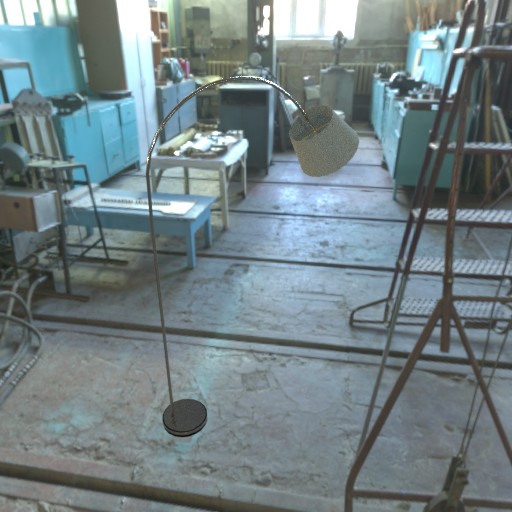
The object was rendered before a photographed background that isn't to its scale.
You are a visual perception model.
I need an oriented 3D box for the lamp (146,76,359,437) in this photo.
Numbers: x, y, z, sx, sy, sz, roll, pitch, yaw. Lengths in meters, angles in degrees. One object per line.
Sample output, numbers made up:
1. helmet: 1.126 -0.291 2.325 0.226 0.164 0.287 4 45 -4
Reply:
1. lamp: 0.000 0.000 2.776 1.445 2.098 0.406 -18 32 -31
